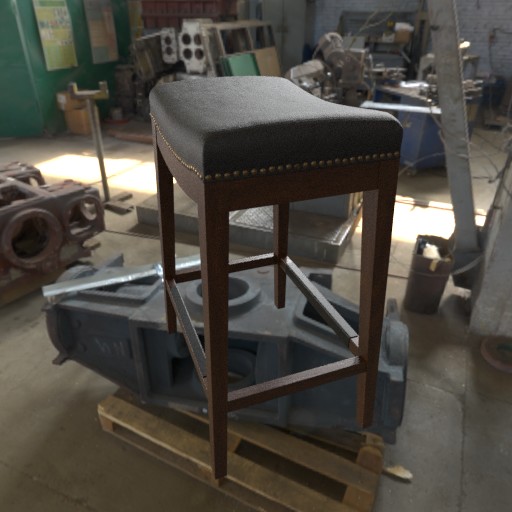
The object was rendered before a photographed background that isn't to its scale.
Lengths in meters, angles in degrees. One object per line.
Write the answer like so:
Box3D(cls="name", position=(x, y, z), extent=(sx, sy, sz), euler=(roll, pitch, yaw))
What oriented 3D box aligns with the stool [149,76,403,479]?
Box3D(cls="stool", position=(0.000, 0.000, 0.943), extent=(0.353, 0.664, 0.490), euler=(-11, 31, -18))
